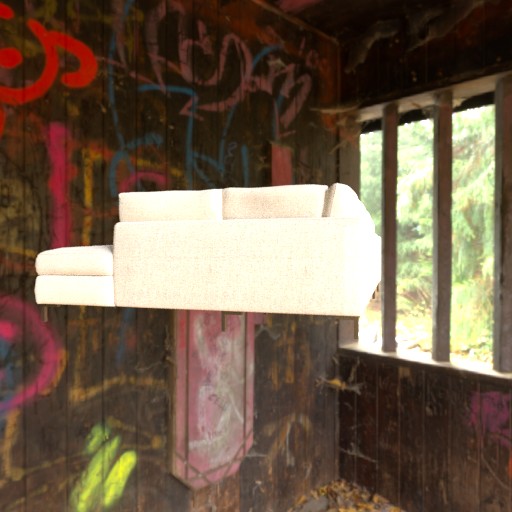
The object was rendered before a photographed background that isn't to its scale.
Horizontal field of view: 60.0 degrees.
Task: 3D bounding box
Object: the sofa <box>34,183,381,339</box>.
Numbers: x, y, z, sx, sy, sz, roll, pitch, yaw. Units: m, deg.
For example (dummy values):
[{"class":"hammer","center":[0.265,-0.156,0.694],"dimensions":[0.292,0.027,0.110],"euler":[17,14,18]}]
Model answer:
[{"class":"sofa","center":[0.000,0.000,3.595],"dimensions":[1.879,0.756,2.737],"euler":[0,0,17]}]
